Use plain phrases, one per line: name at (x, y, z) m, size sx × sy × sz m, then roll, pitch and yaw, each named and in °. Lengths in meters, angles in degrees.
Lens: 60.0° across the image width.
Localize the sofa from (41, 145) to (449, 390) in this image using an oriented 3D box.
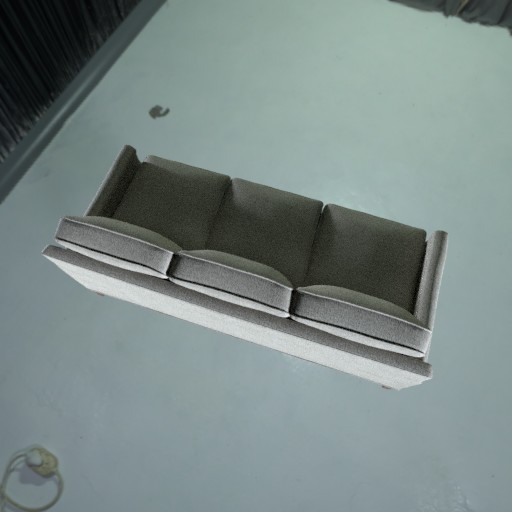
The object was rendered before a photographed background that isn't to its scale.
sofa at (0.000, 0.000, 2.833) m, size 2.246 × 1.003 × 1.084 m, roll 17°, pitch 65°, yaw 8°
